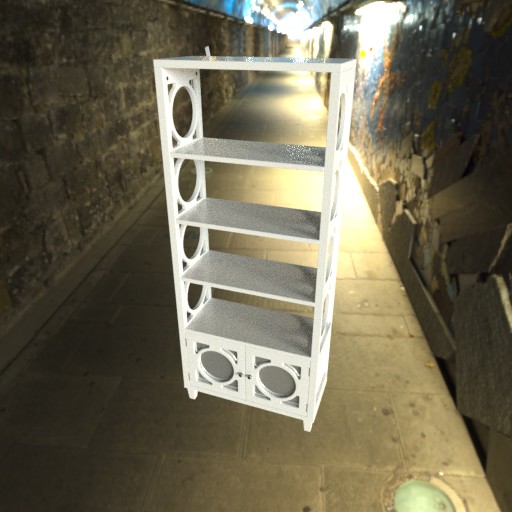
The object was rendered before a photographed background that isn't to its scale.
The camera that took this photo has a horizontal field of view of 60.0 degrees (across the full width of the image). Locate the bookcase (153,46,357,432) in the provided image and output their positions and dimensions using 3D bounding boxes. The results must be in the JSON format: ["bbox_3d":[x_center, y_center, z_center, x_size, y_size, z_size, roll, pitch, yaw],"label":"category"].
[{"bbox_3d":[0.000,0.000,2.200,0.761,1.869,0.361,9,28,18],"label":"bookcase"}]
